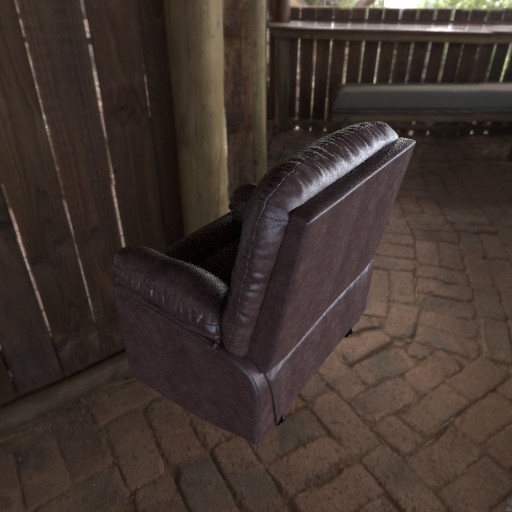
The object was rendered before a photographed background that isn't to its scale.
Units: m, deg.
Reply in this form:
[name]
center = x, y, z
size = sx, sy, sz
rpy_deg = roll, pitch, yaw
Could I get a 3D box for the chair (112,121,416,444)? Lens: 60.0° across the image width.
[chair]
center = 0.000, 0.000, 1.768
size = 0.879, 1.041, 0.940
rpy_deg = 20, 37, 29
